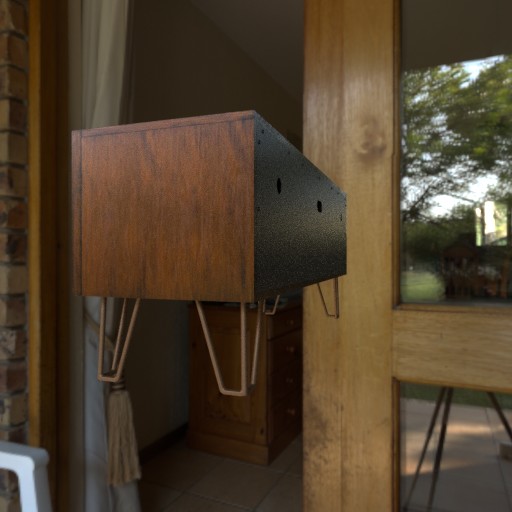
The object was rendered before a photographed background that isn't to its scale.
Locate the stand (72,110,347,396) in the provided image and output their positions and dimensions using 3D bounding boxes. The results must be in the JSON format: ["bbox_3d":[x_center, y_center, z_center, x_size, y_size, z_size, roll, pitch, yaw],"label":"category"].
[{"bbox_3d":[0.000,0.000,1.643,0.481,0.610,1.372,0,0,19],"label":"stand"}]
